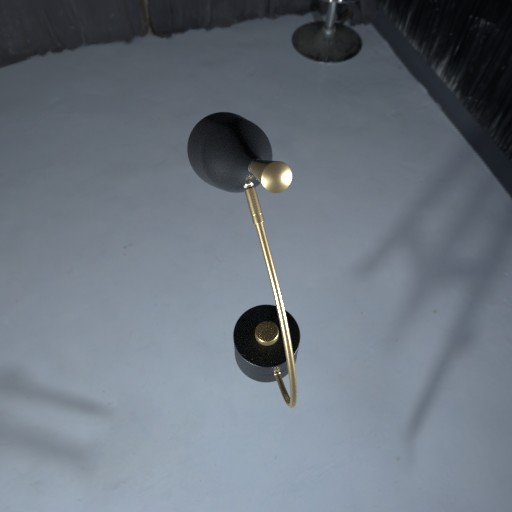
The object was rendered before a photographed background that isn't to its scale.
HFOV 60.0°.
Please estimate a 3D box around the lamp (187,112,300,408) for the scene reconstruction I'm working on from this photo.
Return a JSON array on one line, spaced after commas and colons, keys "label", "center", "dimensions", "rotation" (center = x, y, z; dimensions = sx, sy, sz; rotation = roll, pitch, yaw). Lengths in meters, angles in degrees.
[{"label": "lamp", "center": [0.000, 0.000, 0.611], "dimensions": [0.110, 0.464, 0.352], "rotation": [-16, 59, -10]}]
